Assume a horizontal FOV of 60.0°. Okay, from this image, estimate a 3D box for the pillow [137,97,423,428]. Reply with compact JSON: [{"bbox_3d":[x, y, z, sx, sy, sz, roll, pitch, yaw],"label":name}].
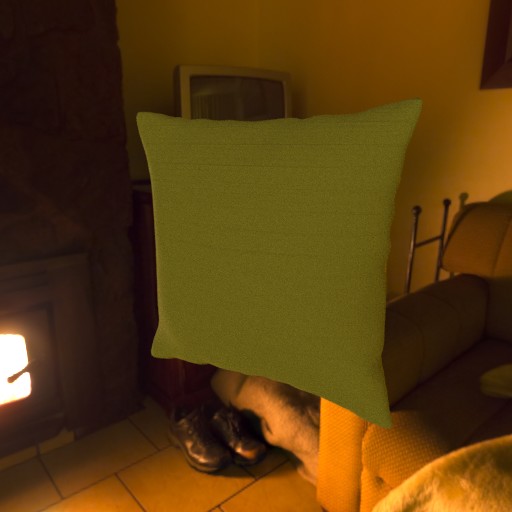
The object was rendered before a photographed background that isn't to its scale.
[{"bbox_3d":[0.000,0.000,0.714,0.470,0.464,0.175,8,16,28],"label":"pillow"}]
